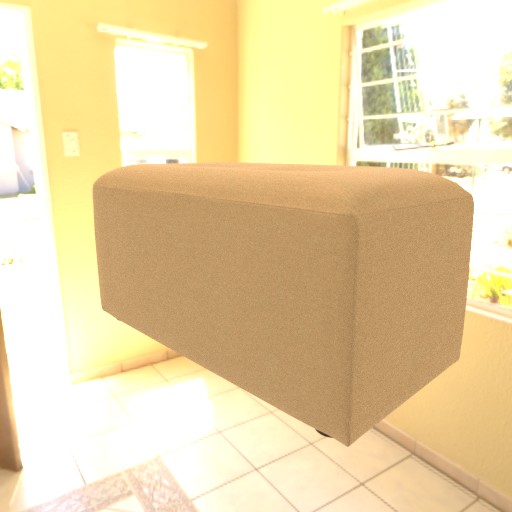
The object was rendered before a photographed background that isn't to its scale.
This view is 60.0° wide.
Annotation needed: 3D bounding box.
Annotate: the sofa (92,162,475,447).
[{"bbox_3d":[0.000,0.000,1.171,0.480,0.470,0.930,-13,19,-43],"label":"sofa"}]
